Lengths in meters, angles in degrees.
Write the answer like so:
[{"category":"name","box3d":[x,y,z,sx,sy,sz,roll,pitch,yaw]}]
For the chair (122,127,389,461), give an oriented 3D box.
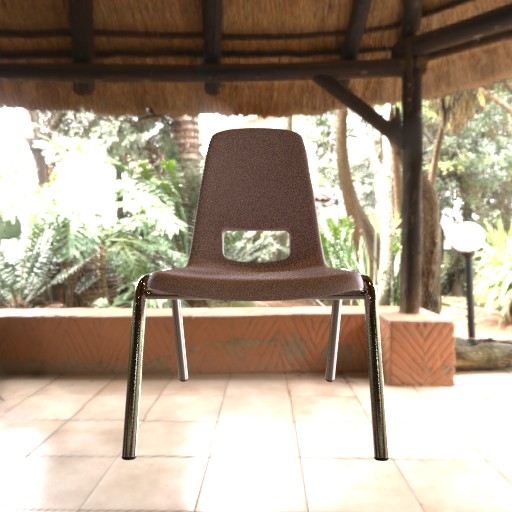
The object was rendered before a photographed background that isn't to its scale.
[{"category":"chair","box3d":[0.000,0.000,0.765,0.354,0.536,0.385,0,1,0]}]
